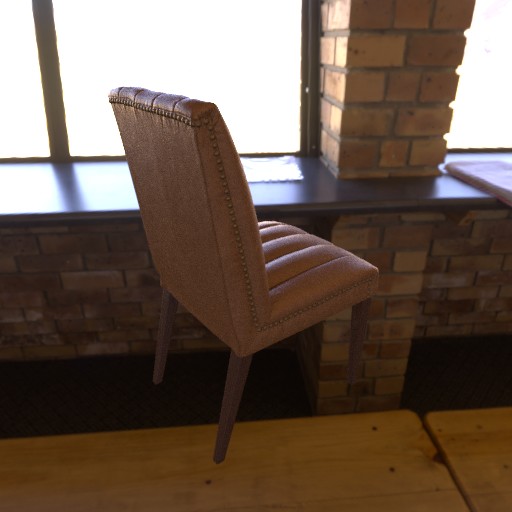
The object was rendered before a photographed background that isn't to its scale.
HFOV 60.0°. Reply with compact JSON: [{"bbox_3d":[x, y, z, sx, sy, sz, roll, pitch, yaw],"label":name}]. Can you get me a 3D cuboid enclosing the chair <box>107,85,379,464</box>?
[{"bbox_3d":[0.000,0.000,1.395,0.647,1.016,0.511,-18,32,-32],"label":"chair"}]
